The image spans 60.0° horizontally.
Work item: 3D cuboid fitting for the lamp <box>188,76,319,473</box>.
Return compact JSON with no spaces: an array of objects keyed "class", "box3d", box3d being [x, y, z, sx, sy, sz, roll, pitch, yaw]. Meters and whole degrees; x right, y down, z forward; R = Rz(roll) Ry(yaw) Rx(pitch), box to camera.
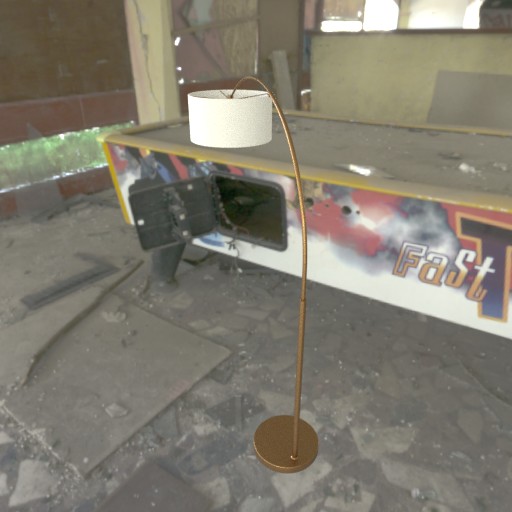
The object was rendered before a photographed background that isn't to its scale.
[{"class":"lamp","box3d":[0.000,0.000,2.572,0.493,1.927,1.434,-8,27,-17]}]
